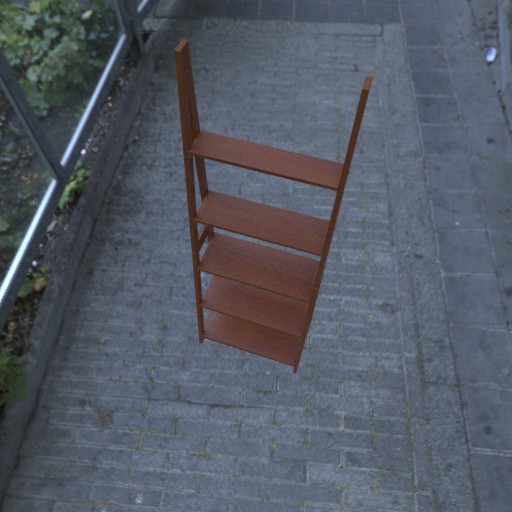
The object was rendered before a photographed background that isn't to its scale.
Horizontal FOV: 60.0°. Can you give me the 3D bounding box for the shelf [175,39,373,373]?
[{"bbox_3d":[0.000,0.000,2.047,0.630,1.780,0.356,16,59,10],"label":"shelf"}]
